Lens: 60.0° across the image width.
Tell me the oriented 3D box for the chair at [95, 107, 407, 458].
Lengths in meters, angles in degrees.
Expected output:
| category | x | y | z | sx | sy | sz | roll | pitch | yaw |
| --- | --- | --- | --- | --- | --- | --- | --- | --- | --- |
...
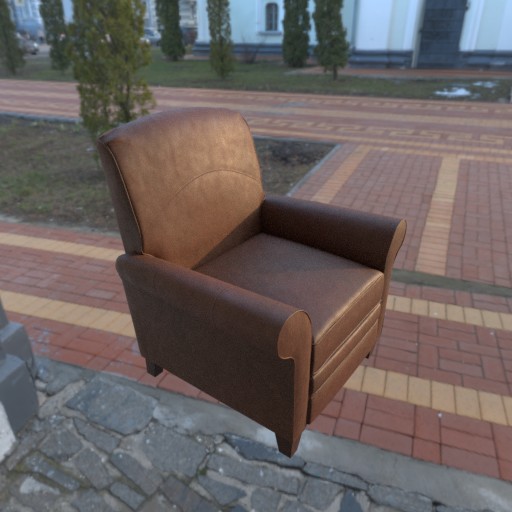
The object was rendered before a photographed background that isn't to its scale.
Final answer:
| category | x | y | z | sx | sy | sz | roll | pitch | yaw |
| --- | --- | --- | --- | --- | --- | --- | --- | --- | --- |
| chair | 0.000 | 0.000 | 1.786 | 0.902 | 1.061 | 0.978 | 19 | 32 | 32 |
